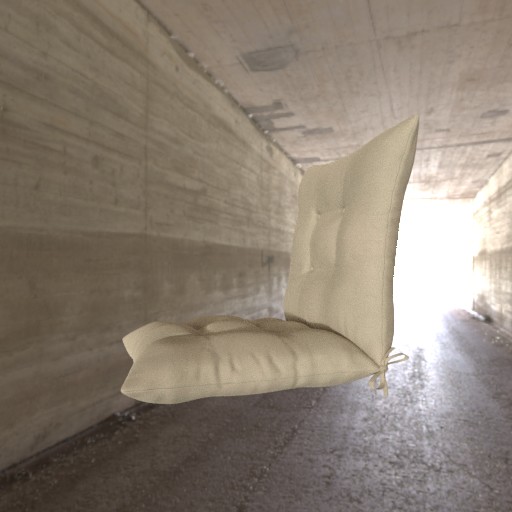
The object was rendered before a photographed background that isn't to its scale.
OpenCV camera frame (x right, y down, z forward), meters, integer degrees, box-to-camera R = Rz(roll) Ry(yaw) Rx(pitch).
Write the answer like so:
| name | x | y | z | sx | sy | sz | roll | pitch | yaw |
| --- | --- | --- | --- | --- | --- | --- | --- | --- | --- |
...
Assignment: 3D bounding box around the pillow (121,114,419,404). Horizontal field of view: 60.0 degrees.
| name | x | y | z | sx | sy | sz | roll | pitch | yaw |
| --- | --- | --- | --- | --- | --- | --- | --- | --- | --- |
| pillow | 0.000 | 0.000 | 1.006 | 0.585 | 0.536 | 0.541 | 0 | -1 | -17 |
